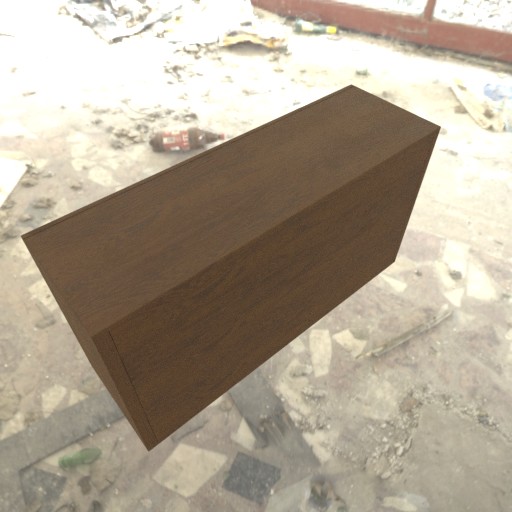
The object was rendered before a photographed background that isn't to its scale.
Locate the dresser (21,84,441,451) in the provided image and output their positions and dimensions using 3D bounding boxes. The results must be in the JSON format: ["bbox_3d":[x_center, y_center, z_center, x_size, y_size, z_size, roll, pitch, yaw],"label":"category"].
[{"bbox_3d":[0.000,0.000,1.907,1.523,0.889,0.512,-32,55,-26],"label":"dresser"}]
